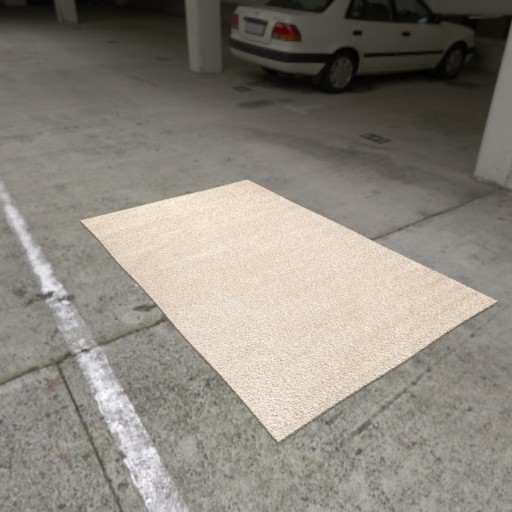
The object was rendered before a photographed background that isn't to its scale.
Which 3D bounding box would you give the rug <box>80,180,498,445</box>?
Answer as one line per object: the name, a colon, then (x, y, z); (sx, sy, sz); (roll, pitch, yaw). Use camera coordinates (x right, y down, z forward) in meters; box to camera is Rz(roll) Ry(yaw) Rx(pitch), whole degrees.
rug: (0.000, 0.000, 2.821); (1.500, 0.025, 2.346); (-20, 35, -31)
